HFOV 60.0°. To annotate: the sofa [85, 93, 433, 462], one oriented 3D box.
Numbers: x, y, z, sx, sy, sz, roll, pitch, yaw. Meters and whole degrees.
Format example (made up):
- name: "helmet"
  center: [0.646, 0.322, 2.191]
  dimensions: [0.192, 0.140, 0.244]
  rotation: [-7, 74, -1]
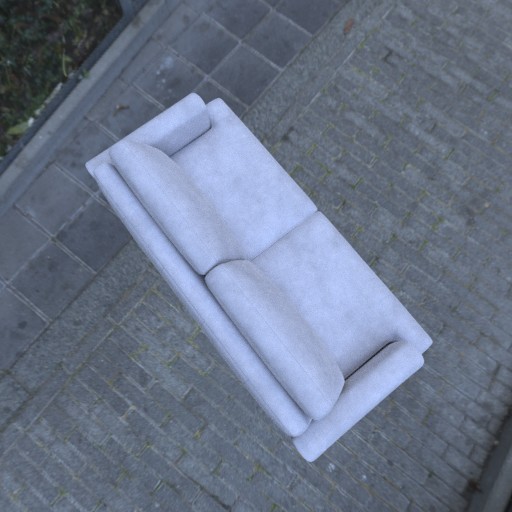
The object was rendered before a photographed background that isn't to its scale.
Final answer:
- name: "sofa"
  center: [0.000, 0.000, 2.534]
  dimensions: [0.980, 0.830, 2.013]
  rotation: [-37, 78, -9]
